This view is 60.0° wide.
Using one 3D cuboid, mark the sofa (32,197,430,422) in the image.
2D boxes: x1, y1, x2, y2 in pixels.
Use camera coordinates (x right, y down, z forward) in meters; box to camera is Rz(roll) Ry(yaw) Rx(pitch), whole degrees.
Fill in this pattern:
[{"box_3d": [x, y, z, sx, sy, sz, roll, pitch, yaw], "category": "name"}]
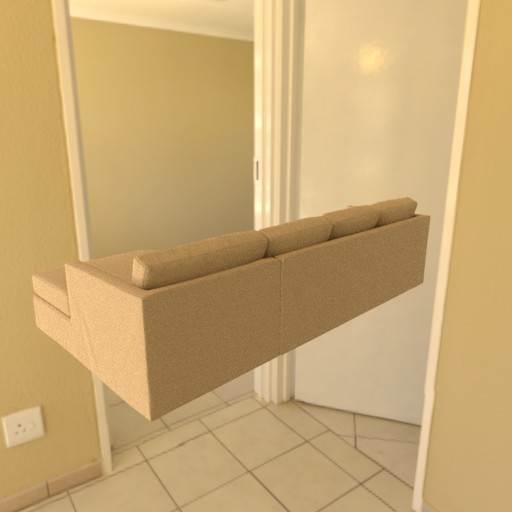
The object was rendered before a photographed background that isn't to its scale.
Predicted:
[{"box_3d": [0.000, 0.000, 3.823, 3.177, 0.867, 1.622, -15, 22, -43], "category": "sofa"}]
